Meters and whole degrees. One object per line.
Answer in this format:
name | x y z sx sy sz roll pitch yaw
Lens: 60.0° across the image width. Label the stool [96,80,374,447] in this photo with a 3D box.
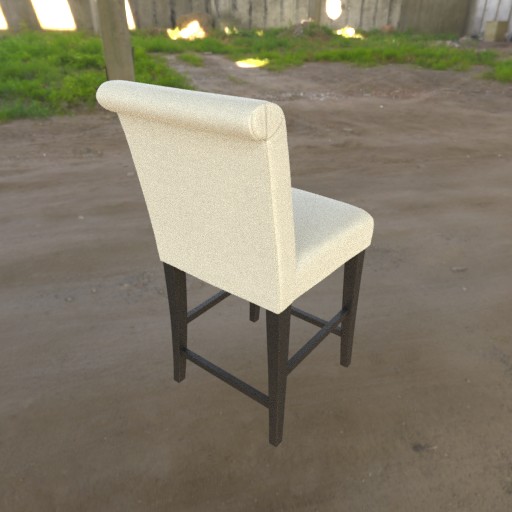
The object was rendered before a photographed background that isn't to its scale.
stool | 0.000 0.000 1.288 0.452 0.976 0.597 21 36 33
